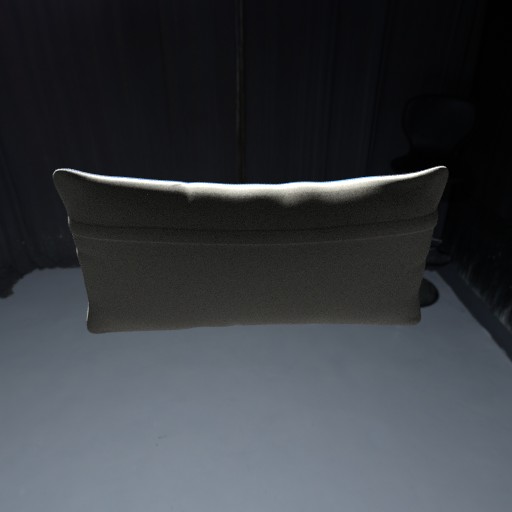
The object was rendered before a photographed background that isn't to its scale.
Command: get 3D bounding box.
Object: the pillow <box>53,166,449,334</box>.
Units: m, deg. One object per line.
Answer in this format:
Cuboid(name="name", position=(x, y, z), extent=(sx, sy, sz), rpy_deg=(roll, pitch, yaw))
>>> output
Cuboid(name="pillow", position=(0.000, 0.000, 0.736), extent=(0.604, 0.307, 0.148), rpy_deg=(-1, 30, -2))
